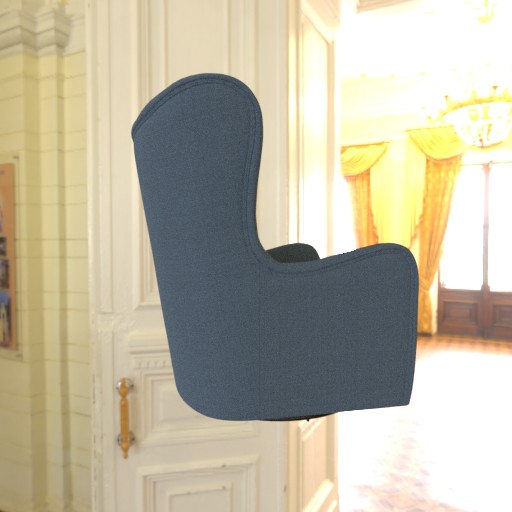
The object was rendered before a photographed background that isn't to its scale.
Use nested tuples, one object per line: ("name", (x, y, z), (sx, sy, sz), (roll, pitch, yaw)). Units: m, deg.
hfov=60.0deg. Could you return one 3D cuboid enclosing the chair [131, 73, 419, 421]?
("chair", (0.000, 0.000, 1.730), (0.930, 1.079, 0.831), (-1, 2, -18))
